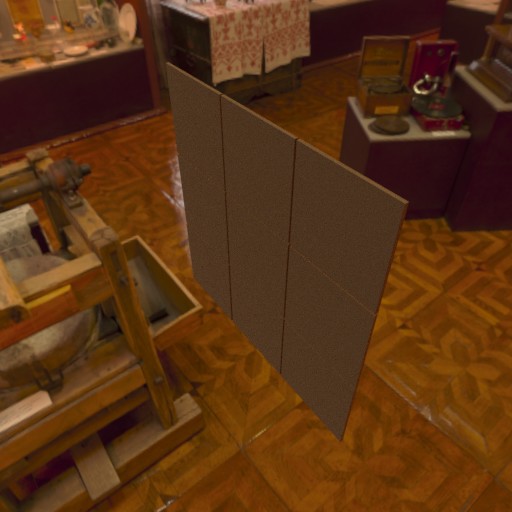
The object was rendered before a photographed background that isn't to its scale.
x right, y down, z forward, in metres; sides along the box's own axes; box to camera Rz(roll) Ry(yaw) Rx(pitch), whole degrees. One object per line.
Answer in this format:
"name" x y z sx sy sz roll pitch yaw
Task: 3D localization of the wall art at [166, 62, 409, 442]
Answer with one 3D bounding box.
"wall art" 0.000 0.000 1.825 0.013 1.216 1.216 -26 48 -26
